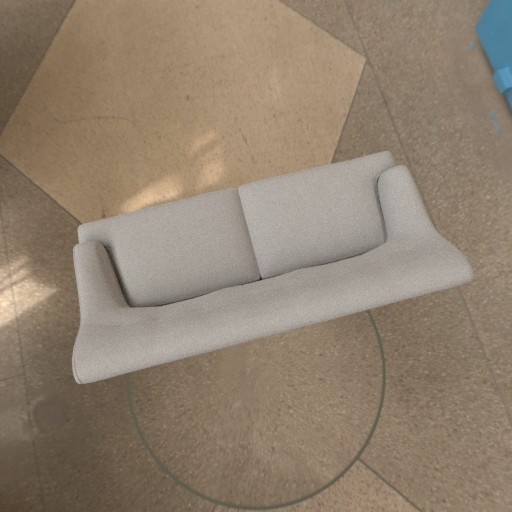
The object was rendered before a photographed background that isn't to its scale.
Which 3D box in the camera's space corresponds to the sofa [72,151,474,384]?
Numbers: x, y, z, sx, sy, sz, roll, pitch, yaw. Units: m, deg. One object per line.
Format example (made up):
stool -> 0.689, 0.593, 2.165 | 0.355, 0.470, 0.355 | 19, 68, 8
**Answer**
sofa -> 0.000, 0.000, 2.612 | 2.057, 0.871, 0.978 | -14, 76, -3
